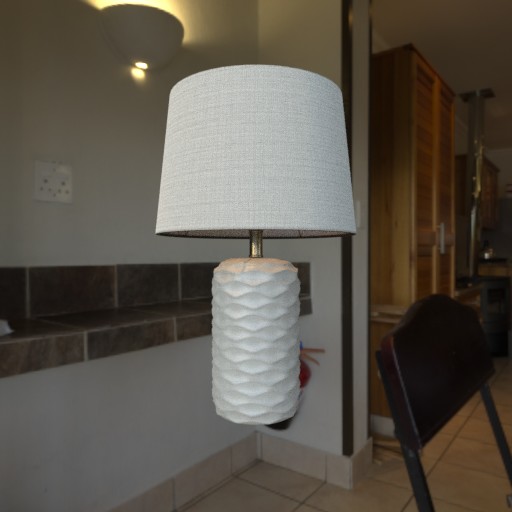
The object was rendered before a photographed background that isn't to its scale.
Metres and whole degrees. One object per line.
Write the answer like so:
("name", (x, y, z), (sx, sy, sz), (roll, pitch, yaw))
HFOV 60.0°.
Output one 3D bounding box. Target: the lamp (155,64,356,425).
("lamp", (0.000, 0.000, 0.849), (0.376, 0.594, 0.376), (0, 0, 0))
